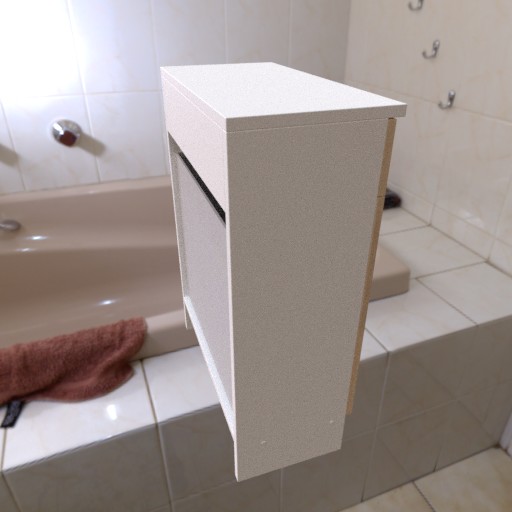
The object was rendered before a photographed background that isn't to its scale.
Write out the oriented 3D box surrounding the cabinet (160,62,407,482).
[{"bbox_3d":[0.000,0.000,1.099,0.296,0.815,0.600,-10,31,-17],"label":"cabinet"}]
